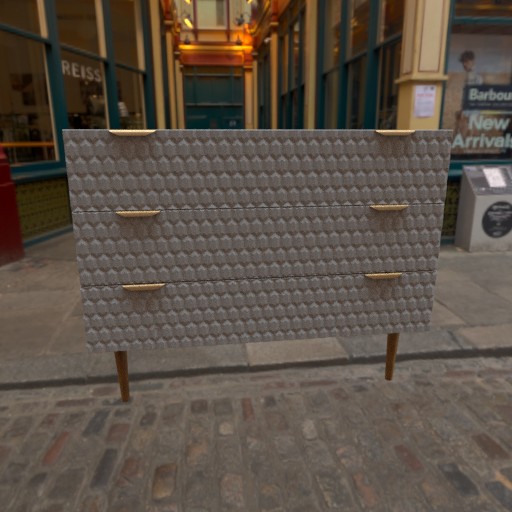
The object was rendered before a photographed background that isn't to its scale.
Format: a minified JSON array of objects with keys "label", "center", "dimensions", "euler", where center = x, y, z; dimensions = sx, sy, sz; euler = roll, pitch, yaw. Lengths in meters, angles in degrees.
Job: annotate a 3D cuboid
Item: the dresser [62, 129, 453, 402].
[{"label":"dresser","center":[0.000,0.000,1.321],"dimensions":[0.905,0.721,0.457],"euler":[-2,16,-8]}]
